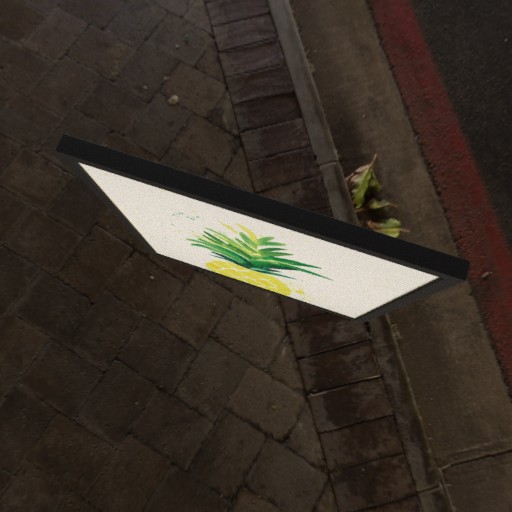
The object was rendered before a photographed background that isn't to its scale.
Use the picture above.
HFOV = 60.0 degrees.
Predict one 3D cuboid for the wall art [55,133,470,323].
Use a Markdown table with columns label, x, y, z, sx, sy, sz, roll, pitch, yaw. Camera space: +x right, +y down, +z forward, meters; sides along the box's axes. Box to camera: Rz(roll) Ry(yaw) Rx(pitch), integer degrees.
| label | x | y | z | sx | sy | sz | roll | pitch | yaw |
| --- | --- | --- | --- | --- | --- | --- | --- | --- | --- |
| wall art | 0.000 | 0.000 | 1.153 | 0.762 | 0.760 | 0.037 | 18 | 77 | 4 |
